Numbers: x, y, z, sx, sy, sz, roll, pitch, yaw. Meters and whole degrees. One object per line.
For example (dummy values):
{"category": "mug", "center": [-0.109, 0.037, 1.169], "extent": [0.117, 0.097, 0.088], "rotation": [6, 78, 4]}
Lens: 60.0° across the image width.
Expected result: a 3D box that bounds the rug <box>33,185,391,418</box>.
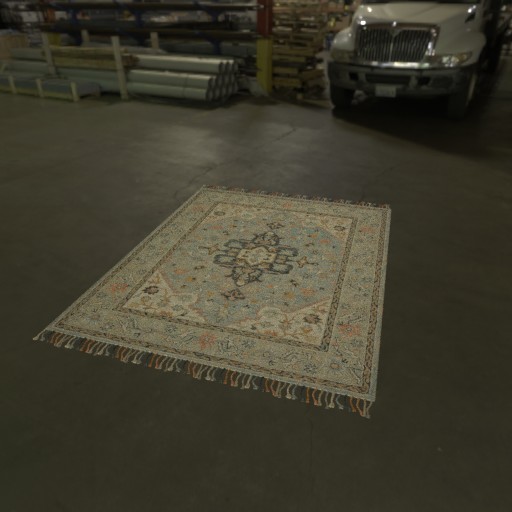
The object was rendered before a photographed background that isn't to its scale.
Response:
{"category": "rug", "center": [0.000, 0.000, 4.191], "extent": [2.379, 0.011, 3.221], "rotation": [8, 31, 14]}
